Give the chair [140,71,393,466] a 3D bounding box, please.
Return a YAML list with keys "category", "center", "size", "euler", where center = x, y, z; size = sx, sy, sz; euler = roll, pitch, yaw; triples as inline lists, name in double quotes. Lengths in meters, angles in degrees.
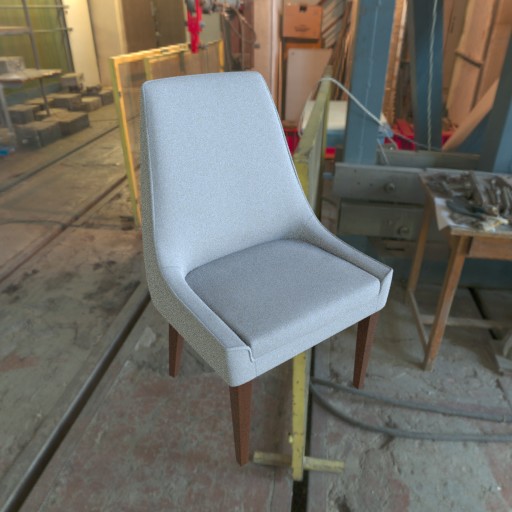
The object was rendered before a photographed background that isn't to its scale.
- category: "chair"
  center: [0.000, 0.000, 1.192]
  size: [0.529, 0.861, 0.544]
  euler: [-20, 35, -31]
